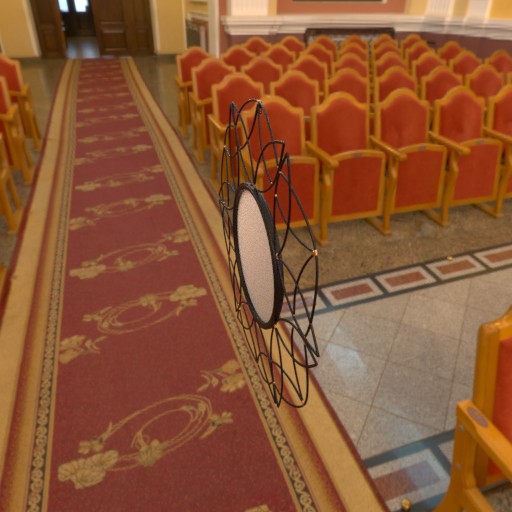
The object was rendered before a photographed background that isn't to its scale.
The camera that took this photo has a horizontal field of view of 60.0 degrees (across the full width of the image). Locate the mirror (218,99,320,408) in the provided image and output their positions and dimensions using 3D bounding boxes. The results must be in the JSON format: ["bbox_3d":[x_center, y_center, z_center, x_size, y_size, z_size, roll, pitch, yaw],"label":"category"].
[{"bbox_3d":[0.000,0.000,1.147,0.028,0.775,0.797,-9,32,-15],"label":"mirror"}]
